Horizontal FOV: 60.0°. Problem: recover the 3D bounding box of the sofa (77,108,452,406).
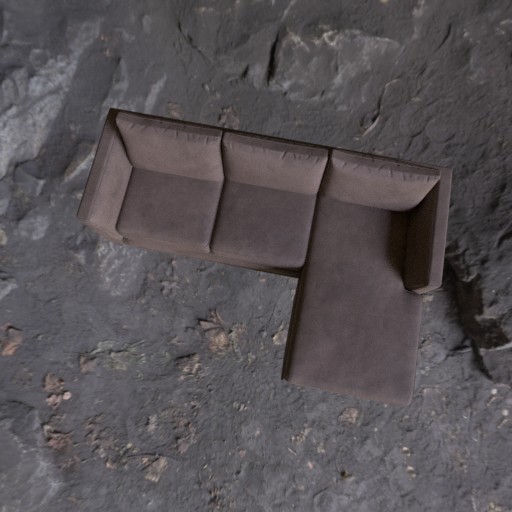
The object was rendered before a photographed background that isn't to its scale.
[{"bbox_3d":[0.000,0.000,3.144,2.438,0.987,1.622,11,77,3],"label":"sofa"}]
